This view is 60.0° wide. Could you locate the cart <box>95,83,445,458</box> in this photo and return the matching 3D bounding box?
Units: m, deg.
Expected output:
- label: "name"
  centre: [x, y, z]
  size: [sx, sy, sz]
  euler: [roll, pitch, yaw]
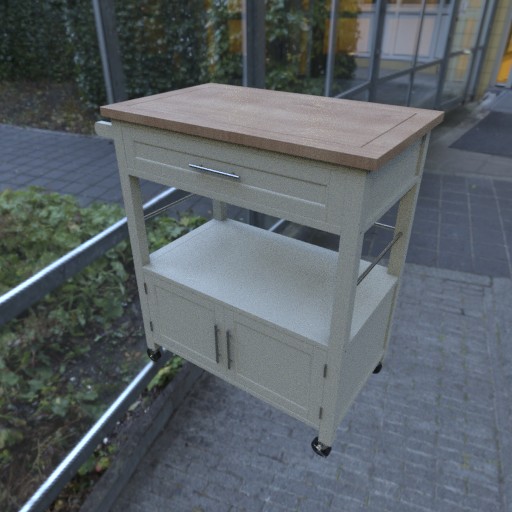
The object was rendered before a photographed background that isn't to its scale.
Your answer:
- label: "cart"
  centre: [0.000, 0.000, 1.387]
  size: [0.840, 0.901, 0.459]
  euler: [19, 35, 29]
